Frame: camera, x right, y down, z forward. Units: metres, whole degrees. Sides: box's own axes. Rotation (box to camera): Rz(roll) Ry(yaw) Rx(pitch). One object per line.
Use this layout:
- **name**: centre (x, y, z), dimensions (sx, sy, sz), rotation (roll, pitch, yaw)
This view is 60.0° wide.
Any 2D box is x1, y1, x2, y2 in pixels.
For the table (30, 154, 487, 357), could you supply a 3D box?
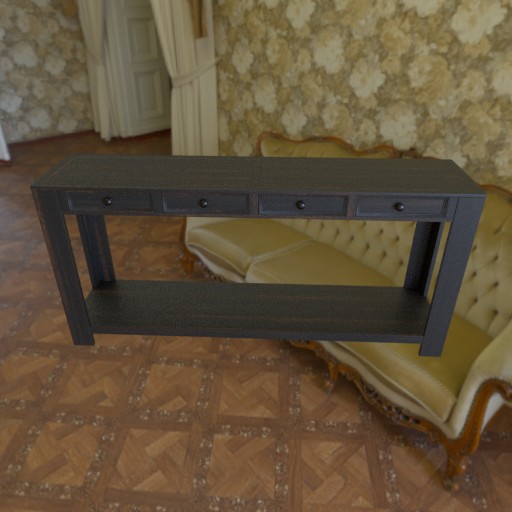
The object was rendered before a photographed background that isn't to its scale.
- **table**: centre (0.000, 0.000, 1.924), dimensions (1.631, 0.762, 0.384), rotation (1, 31, 2)
